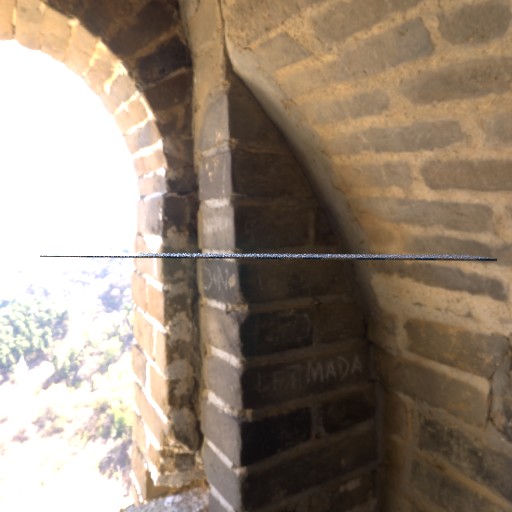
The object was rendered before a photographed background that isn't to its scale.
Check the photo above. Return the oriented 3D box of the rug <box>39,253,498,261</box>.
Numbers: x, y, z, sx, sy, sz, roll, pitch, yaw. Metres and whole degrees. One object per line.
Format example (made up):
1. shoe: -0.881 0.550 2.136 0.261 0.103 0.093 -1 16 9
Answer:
1. rug: 0.000 0.000 1.631 1.492 0.007 0.503 0 1 17
